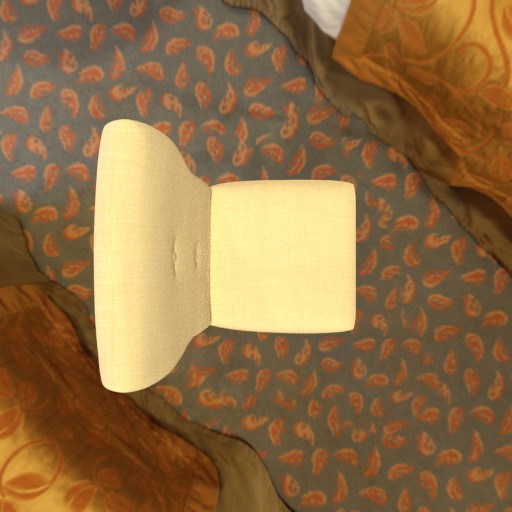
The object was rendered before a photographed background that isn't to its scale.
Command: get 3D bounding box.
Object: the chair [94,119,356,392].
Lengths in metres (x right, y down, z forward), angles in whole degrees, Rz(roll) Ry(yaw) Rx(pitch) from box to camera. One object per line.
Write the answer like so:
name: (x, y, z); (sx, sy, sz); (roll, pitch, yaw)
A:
chair: (0.000, 0.000, 1.265); (0.597, 0.921, 0.509); (0, 90, 0)
